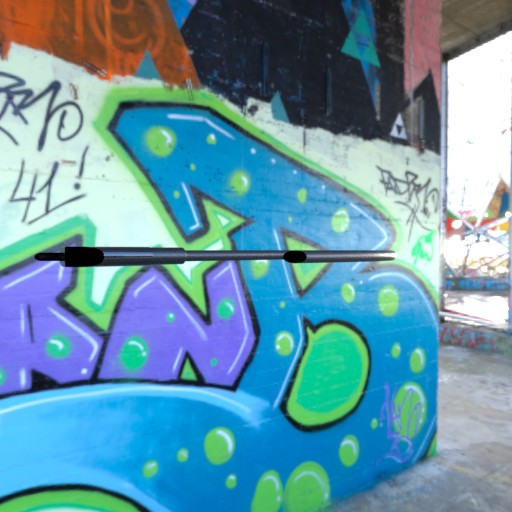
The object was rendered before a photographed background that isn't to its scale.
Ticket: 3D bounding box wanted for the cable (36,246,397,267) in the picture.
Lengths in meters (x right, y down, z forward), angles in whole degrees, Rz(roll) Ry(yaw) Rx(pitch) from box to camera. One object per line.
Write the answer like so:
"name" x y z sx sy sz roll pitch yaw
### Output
"cable" 0.000 0.000 0.113 0.098 0.006 0.040 -1 1 -37
